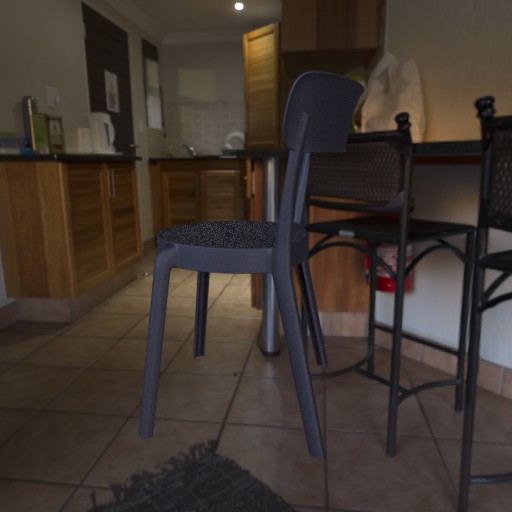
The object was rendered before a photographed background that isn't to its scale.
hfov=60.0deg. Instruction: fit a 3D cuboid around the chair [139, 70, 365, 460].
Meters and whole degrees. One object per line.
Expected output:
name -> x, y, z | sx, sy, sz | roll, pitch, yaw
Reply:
chair -> 0.000, 0.000, 1.119 | 0.491, 0.790, 0.506 | 2, 13, 10
